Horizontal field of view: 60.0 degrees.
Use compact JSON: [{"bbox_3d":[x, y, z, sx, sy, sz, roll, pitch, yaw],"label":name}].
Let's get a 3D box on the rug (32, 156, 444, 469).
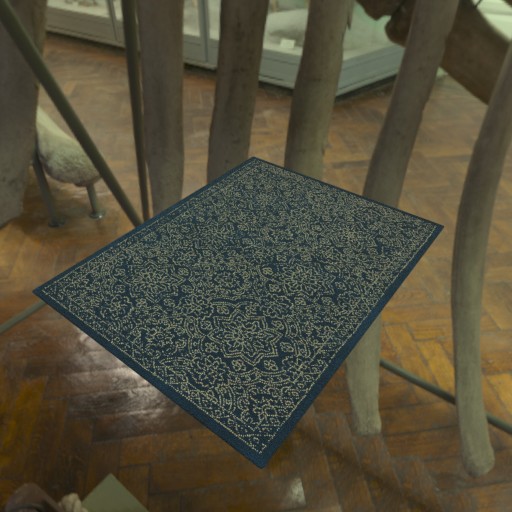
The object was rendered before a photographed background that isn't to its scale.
[{"bbox_3d":[0.000,0.000,4.091,2.438,0.010,3.048,26,47,28],"label":"rug"}]
